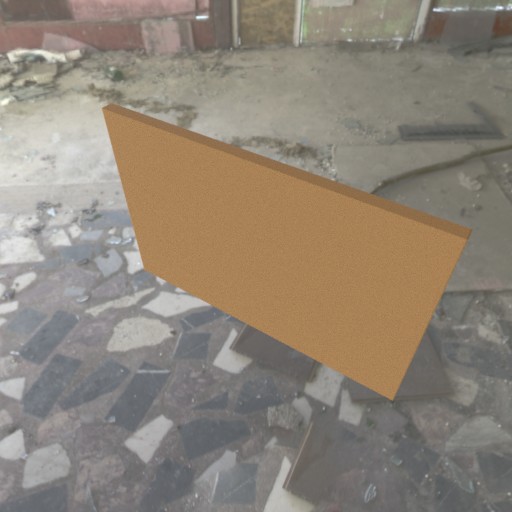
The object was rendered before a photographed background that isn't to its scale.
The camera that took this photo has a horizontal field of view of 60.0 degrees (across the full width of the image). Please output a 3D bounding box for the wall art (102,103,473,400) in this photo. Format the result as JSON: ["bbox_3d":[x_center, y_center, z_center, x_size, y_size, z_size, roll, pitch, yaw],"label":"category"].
[{"bbox_3d":[0.000,0.000,1.187,0.915,0.608,0.033,24,50,22],"label":"wall art"}]
